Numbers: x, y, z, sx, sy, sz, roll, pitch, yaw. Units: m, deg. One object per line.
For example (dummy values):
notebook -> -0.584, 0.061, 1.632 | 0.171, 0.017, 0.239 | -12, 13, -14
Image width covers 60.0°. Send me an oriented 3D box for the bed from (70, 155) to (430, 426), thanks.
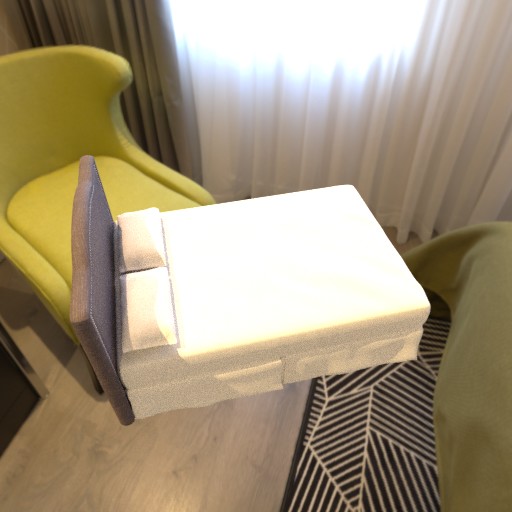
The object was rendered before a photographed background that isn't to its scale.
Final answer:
bed -> 0.000, 0.000, 3.642 | 2.507, 1.441, 1.741 | -10, 47, -9
